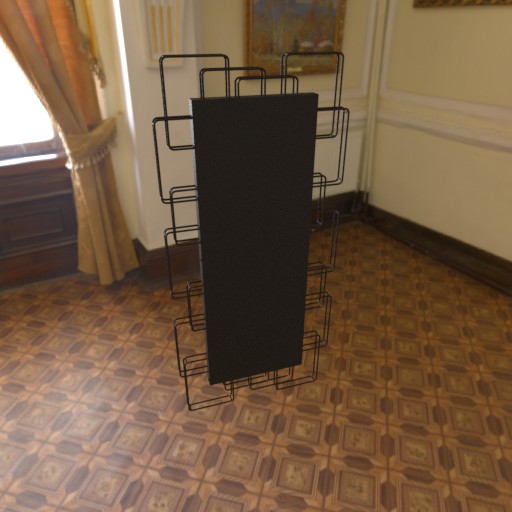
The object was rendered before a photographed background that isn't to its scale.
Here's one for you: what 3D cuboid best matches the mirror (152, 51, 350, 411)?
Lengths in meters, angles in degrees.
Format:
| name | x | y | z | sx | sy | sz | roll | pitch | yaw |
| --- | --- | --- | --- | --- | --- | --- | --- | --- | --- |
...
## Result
| name | x | y | z | sx | sy | sz | roll | pitch | yaw |
| --- | --- | --- | --- | --- | --- | --- | --- | --- | --- |
| mirror | 0.000 | 0.000 | 1.431 | 0.565 | 1.192 | 0.037 | -9 | 29 | -16 |
